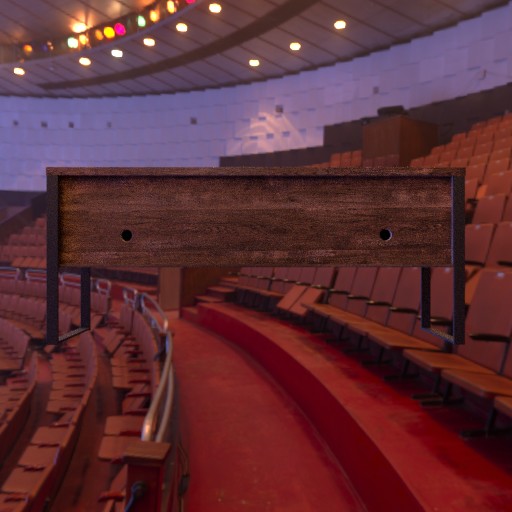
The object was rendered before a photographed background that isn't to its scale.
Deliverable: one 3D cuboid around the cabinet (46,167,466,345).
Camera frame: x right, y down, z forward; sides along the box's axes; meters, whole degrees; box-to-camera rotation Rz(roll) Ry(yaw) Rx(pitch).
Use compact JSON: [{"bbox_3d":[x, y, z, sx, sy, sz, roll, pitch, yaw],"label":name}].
[{"bbox_3d":[0.000,0.000,2.097,1.800,0.762,0.395,0,0,0],"label":"cabinet"}]
